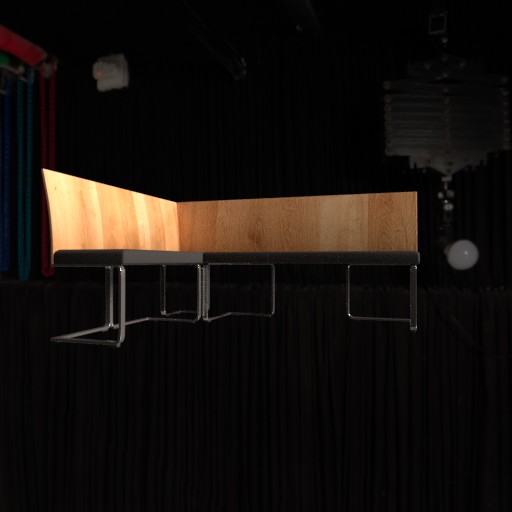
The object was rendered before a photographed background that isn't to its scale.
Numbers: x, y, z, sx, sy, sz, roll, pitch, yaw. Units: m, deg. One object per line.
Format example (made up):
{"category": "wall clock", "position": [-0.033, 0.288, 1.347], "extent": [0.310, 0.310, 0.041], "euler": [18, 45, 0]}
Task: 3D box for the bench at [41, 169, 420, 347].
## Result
{"category": "bench", "position": [0.000, 0.000, 2.785], "extent": [1.945, 0.930, 1.495], "euler": [0, -1, 18]}
